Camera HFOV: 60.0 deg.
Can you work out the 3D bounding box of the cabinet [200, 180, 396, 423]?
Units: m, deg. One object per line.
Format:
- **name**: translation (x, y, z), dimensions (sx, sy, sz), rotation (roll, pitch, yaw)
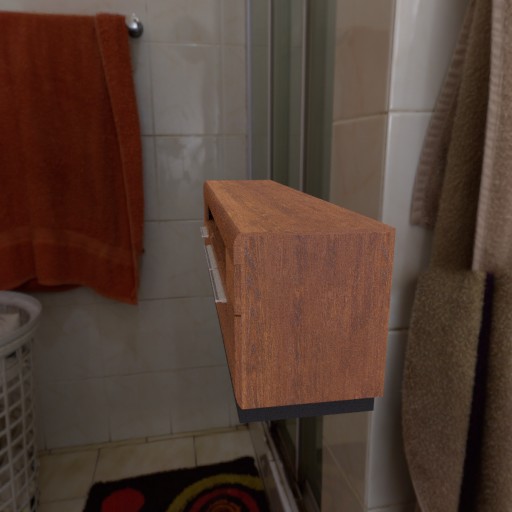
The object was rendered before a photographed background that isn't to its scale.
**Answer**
- **cabinet**: translation (0.000, 0.000, 1.850), dimensions (0.419, 0.510, 1.600), rotation (-2, 14, -9)
